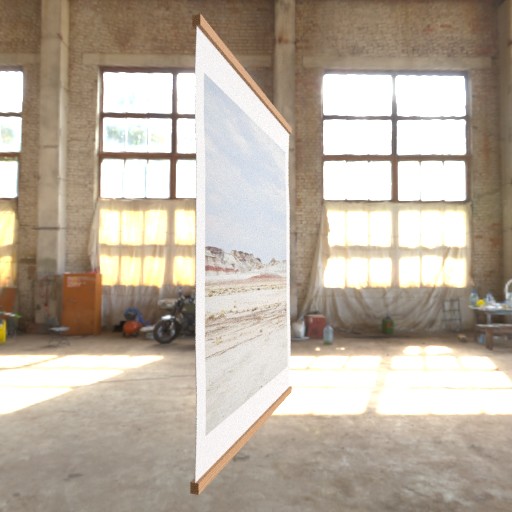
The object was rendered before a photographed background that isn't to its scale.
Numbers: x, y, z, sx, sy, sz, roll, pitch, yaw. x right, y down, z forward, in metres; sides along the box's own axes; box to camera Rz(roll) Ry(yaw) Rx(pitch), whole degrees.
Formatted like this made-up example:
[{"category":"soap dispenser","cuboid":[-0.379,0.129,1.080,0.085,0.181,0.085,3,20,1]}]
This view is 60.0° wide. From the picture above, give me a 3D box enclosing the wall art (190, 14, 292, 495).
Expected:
[{"category":"wall art","cuboid":[0.000,0.000,0.660,0.010,0.507,0.404,-1,-2,18]}]
